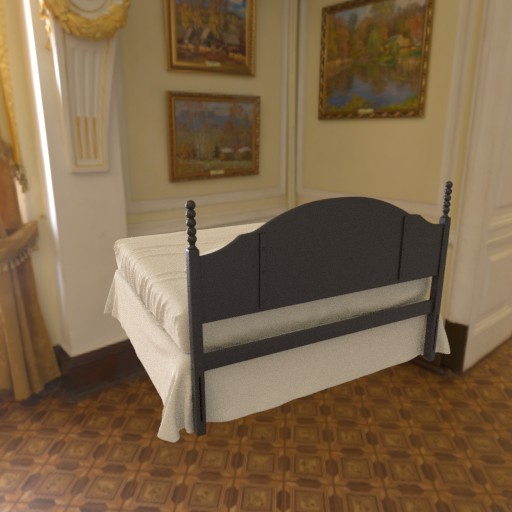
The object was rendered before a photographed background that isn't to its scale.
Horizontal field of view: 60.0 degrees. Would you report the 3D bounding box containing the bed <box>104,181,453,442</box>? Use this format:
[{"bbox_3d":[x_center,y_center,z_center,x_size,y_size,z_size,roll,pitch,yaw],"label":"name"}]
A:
[{"bbox_3d":[0.000,0.000,3.710,2.322,1.355,2.219,-8,18,-26],"label":"bed"}]
